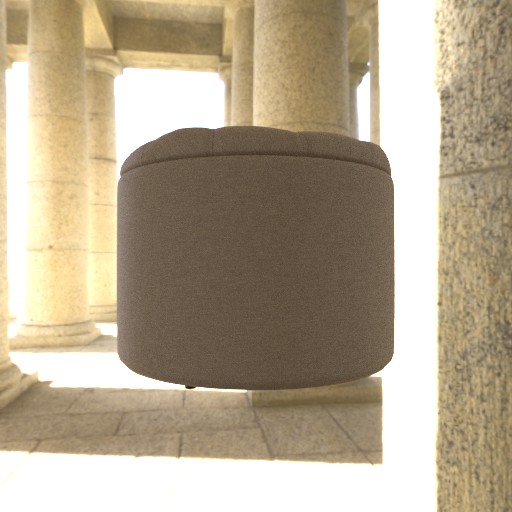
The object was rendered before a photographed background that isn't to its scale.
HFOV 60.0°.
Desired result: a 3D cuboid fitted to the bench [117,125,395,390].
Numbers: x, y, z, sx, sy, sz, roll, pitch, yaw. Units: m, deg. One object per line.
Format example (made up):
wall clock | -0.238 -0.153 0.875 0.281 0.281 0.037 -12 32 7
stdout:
bench | 0.000 0.000 1.001 0.600 0.454 0.600 0 -1 0
